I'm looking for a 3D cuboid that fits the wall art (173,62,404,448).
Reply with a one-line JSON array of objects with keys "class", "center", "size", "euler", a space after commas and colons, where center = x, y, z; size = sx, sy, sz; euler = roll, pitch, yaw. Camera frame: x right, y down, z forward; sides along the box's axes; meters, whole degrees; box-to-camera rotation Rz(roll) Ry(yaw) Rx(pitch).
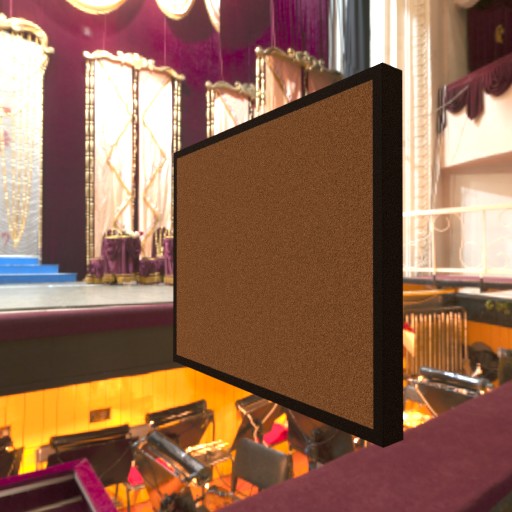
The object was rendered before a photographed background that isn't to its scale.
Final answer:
[{"class": "wall art", "center": [0.000, 0.000, 0.541], "size": [0.028, 0.325, 0.397], "euler": [0, -1, -37]}]
